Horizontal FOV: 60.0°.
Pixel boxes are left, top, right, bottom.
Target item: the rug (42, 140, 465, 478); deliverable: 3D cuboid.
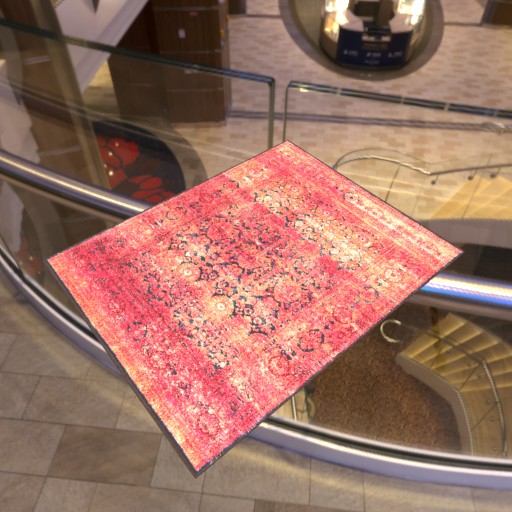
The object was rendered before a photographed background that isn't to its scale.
[{"bbox_3d":[0.000,0.000,4.053,3.032,0.020,2.411,-32,55,-26],"label":"rug"}]
